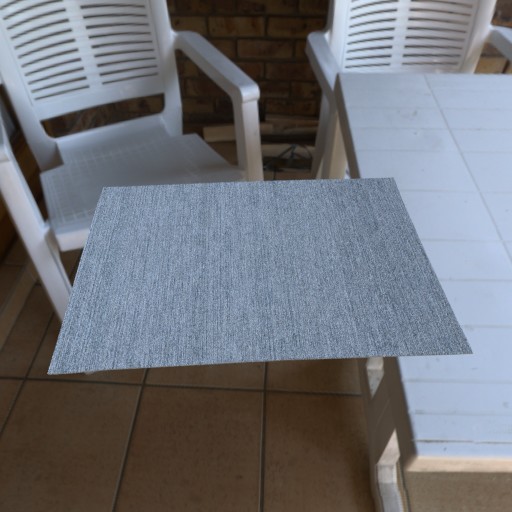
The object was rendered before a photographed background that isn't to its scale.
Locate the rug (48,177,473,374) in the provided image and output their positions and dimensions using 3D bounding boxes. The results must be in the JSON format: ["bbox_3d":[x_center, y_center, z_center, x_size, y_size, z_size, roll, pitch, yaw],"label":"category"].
[{"bbox_3d":[0.000,0.000,2.971,2.338,0.030,1.616,-2,47,-2],"label":"rug"}]
